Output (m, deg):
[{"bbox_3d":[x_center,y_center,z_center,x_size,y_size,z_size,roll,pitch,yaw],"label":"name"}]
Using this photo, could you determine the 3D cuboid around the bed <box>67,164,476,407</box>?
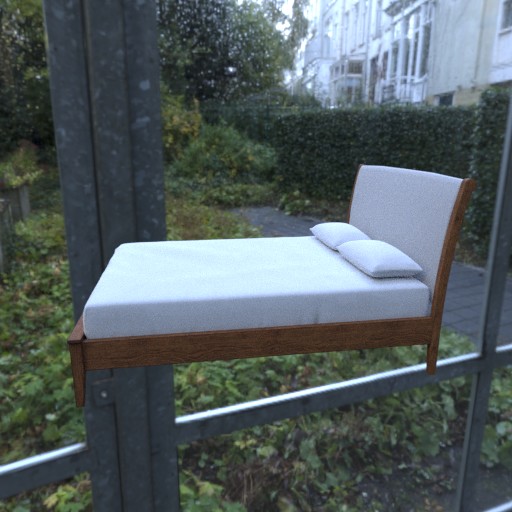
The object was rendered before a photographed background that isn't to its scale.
[{"bbox_3d":[0.000,0.000,2.982,2.108,1.135,1.502,-2,15,-9],"label":"bed"}]
